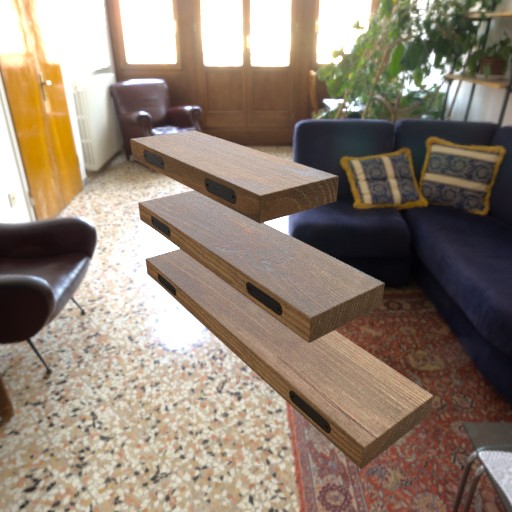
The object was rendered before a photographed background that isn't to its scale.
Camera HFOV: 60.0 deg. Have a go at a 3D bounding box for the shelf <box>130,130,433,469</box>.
[{"bbox_3d":[0.000,0.000,0.726,0.140,0.293,0.610,-19,32,-32],"label":"shelf"}]
